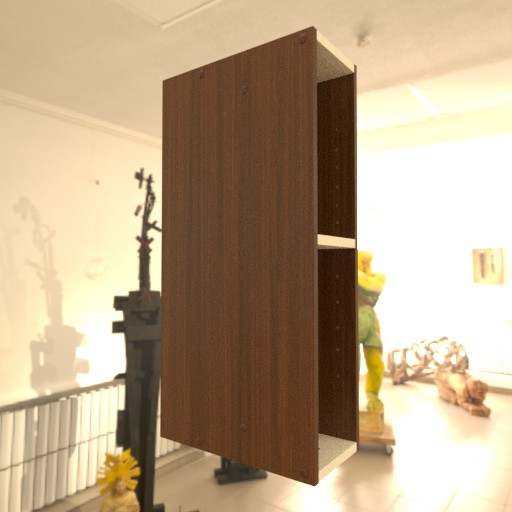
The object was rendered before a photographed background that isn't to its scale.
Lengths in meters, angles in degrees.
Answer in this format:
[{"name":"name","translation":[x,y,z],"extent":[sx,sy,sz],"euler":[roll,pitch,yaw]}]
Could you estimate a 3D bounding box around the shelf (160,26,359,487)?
[{"name":"shelf","translation":[0.000,0.000,0.719],"extent":[0.290,0.600,0.147],"euler":[-1,-2,36]}]
